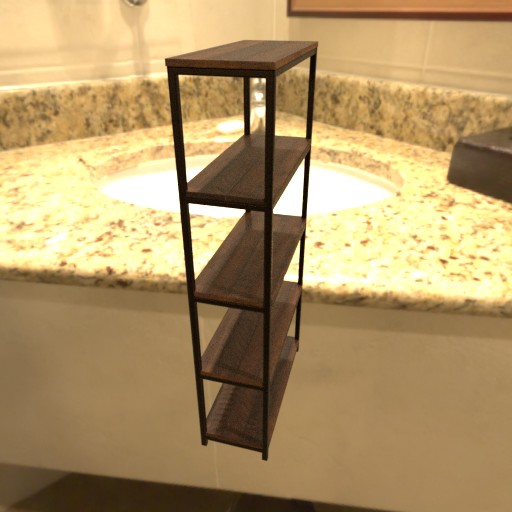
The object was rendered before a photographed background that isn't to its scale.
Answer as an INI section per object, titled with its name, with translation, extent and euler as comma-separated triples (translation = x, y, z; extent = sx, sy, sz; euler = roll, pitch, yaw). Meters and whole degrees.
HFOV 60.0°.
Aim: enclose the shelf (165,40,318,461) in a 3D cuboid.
[shelf]
translation = 0.000, 0.000, 2.186
extent = 0.359, 1.860, 0.874
euler = 8, 31, 13
